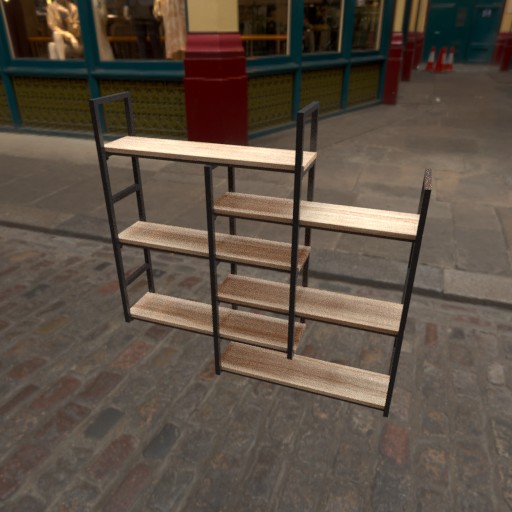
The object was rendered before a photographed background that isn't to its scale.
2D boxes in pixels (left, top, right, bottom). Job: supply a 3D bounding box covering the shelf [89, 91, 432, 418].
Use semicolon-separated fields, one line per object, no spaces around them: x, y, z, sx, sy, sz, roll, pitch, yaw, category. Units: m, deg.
0.000;0.000;1.401;0.946;0.921;0.183;9;29;17;shelf
